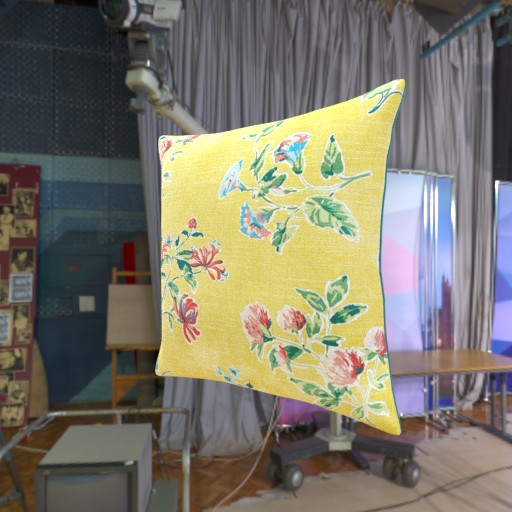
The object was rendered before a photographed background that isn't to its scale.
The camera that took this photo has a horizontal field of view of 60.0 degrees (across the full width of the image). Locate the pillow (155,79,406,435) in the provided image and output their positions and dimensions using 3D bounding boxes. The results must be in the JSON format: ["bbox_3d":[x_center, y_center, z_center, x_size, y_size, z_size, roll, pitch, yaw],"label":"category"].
[{"bbox_3d":[0.000,0.000,0.787,0.525,0.508,0.166,0,1,37],"label":"pillow"}]
